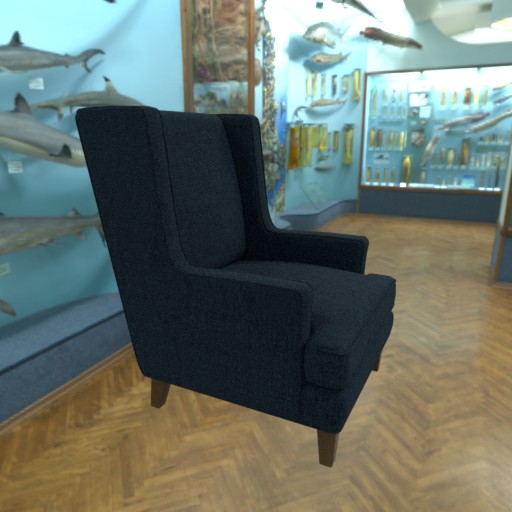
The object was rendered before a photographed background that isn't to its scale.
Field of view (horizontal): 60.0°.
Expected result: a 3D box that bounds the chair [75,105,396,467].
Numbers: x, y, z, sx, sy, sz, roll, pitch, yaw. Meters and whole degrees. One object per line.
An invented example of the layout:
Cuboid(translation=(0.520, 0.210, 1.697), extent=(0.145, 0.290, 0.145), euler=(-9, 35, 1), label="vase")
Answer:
Cuboid(translation=(0.000, 0.000, 1.693), extent=(0.947, 1.072, 0.764), euler=(8, 17, 26), label="chair")
